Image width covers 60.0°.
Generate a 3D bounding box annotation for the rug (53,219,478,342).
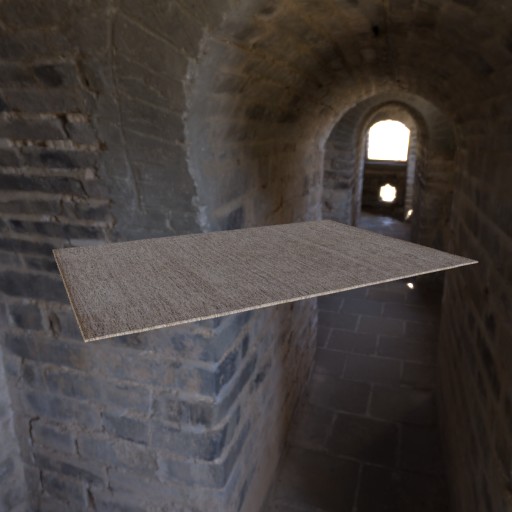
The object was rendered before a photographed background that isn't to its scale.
[{"bbox_3d":[0.000,0.000,2.271,1.822,0.018,1.211,-8,18,-27],"label":"rug"}]
